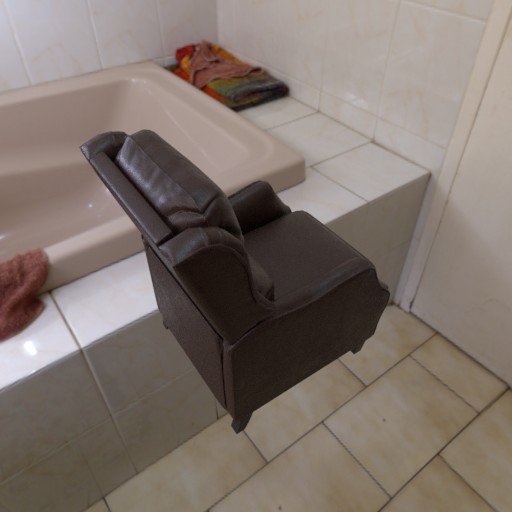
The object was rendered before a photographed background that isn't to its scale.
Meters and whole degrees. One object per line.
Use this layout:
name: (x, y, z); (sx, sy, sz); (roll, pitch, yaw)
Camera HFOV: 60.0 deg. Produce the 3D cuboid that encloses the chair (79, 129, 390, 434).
chair: (0.000, 0.000, 1.831); (0.982, 1.132, 0.770); (-25, 48, -25)
